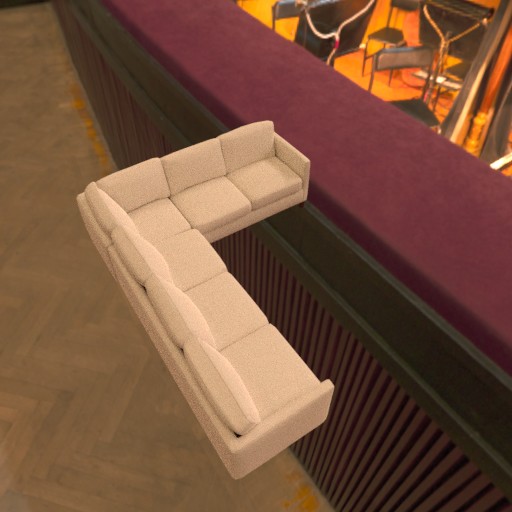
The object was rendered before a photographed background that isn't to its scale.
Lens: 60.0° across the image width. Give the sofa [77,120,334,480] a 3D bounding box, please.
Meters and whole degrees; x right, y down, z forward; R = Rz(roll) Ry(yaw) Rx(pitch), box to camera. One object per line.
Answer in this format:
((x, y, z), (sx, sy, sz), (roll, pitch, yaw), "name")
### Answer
((0.000, 0.000, 4.549), (2.593, 0.947, 3.302), (-26, 52, -22), "sofa")
